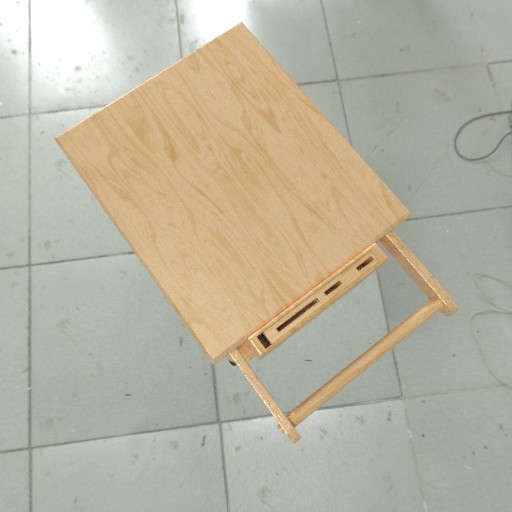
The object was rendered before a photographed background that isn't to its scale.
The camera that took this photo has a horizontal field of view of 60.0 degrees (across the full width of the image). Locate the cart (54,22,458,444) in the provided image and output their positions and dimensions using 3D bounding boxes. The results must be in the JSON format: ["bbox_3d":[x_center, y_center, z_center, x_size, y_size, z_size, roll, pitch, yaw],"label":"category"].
[{"bbox_3d":[0.000,0.000,1.328,0.520,0.816,0.843,-36,78,-9],"label":"cart"}]
